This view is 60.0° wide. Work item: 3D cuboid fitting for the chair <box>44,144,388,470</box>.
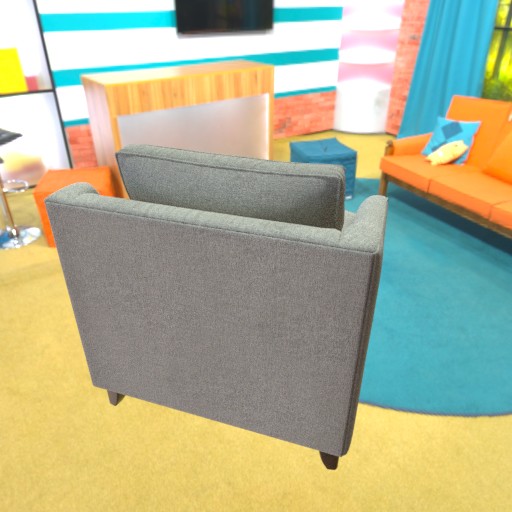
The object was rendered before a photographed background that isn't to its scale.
[{"bbox_3d":[0.000,0.000,1.530,0.838,0.864,0.918,10,32,16],"label":"chair"}]
